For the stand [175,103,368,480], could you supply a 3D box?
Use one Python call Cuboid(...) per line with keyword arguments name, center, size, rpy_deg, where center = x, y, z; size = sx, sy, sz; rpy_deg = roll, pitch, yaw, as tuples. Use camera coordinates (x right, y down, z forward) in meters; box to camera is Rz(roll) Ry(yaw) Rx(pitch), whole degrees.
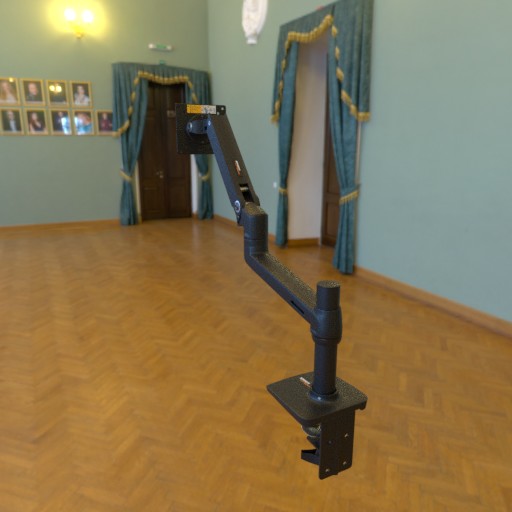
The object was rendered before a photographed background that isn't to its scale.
Cuboid(name="stand", center=(0.000, 0.000, 1.024), size=(0.152, 0.713, 0.650), rpy_deg=(-7, 16, -27))
